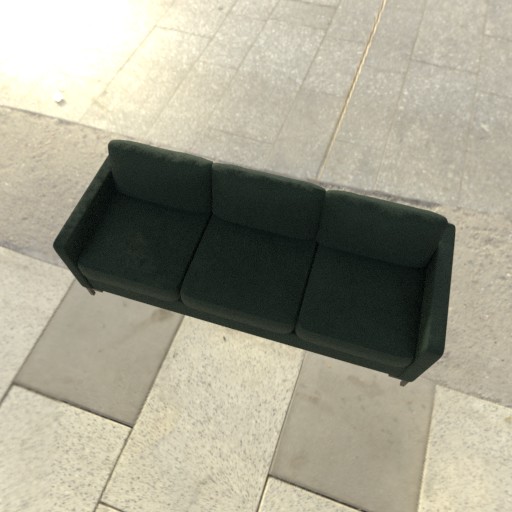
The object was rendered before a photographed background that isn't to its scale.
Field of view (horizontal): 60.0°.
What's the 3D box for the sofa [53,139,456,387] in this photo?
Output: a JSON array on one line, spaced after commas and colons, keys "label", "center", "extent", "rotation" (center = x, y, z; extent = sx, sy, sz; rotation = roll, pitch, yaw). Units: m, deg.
[{"label": "sofa", "center": [0.000, 0.000, 2.760], "extent": [2.218, 0.870, 0.859], "rotation": [15, 61, 8]}]
